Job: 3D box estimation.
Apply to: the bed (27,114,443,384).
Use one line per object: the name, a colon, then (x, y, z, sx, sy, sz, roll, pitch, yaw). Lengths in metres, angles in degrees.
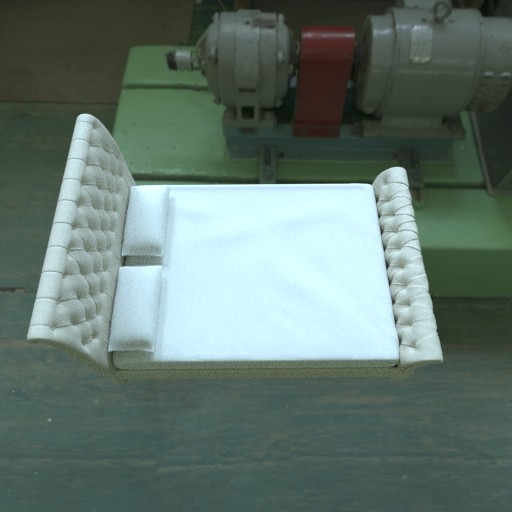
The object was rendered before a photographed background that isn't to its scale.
bed: (0.000, 0.000, 3.280, 2.493, 1.268, 1.606, 0, 63, 0)
